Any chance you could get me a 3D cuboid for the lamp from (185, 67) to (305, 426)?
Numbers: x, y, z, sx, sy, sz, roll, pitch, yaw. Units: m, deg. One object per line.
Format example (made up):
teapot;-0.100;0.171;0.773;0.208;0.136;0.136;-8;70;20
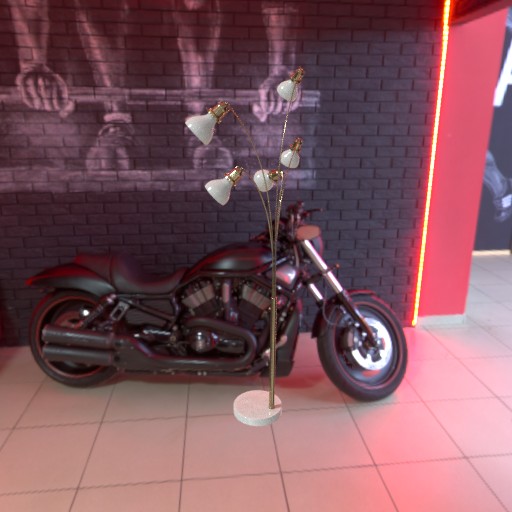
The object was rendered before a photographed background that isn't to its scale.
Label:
lamp;0.000;0.000;2.948;0.361;2.423;1.405;8;18;25
